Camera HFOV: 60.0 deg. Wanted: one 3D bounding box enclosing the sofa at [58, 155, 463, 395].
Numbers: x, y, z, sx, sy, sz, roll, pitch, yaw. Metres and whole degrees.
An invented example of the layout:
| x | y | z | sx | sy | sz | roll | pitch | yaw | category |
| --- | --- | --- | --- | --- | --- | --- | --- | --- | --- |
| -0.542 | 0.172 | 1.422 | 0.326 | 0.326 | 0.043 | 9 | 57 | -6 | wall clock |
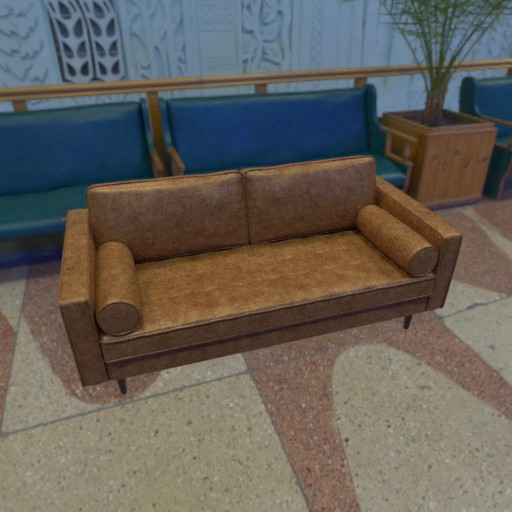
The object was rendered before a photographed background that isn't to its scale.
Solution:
| x | y | z | sx | sy | sz | roll | pitch | yaw | category |
| --- | --- | --- | --- | --- | --- | --- | --- | --- | --- |
| 0.000 | 0.000 | 2.422 | 1.920 | 0.825 | 0.924 | -9 | 32 | -15 | sofa |
